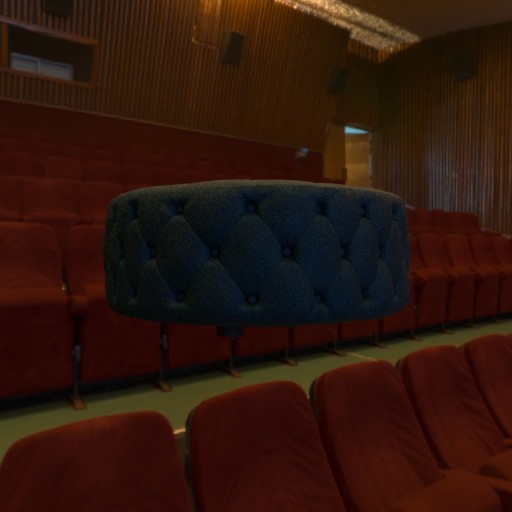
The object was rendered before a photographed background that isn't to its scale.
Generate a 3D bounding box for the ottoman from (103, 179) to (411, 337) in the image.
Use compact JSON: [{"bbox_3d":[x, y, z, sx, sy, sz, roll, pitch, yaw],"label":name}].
[{"bbox_3d":[0.000,0.000,1.521,0.998,0.398,0.998,0,0,0],"label":"ottoman"}]
